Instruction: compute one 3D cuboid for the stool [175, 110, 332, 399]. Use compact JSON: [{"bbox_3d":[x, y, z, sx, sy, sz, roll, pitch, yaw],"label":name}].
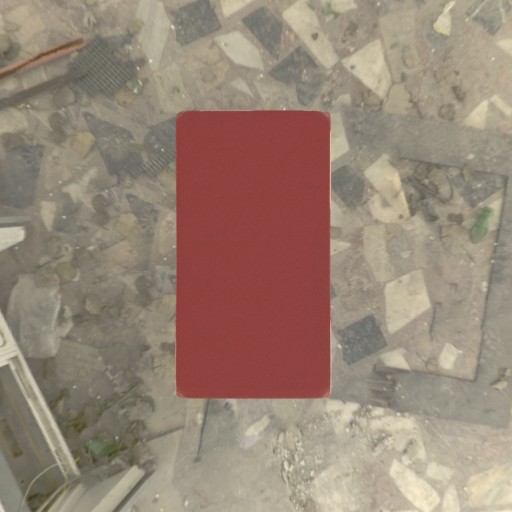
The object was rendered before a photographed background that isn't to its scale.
[{"bbox_3d":[0.000,0.000,1.051,0.476,0.737,0.457,0,90,1],"label":"stool"}]
